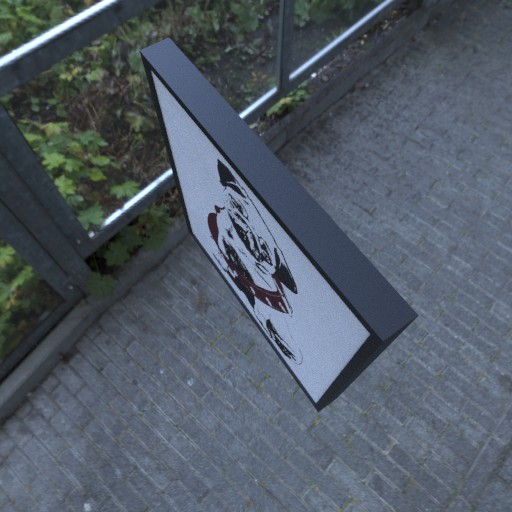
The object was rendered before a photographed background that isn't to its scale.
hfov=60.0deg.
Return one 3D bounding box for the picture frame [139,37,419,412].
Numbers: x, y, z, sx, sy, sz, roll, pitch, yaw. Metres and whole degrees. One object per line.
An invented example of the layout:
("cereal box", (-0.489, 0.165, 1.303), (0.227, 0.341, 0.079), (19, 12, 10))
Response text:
("picture frame", (0.000, 0.000, 0.475), (0.030, 0.317, 0.317), (-32, 67, -15))
